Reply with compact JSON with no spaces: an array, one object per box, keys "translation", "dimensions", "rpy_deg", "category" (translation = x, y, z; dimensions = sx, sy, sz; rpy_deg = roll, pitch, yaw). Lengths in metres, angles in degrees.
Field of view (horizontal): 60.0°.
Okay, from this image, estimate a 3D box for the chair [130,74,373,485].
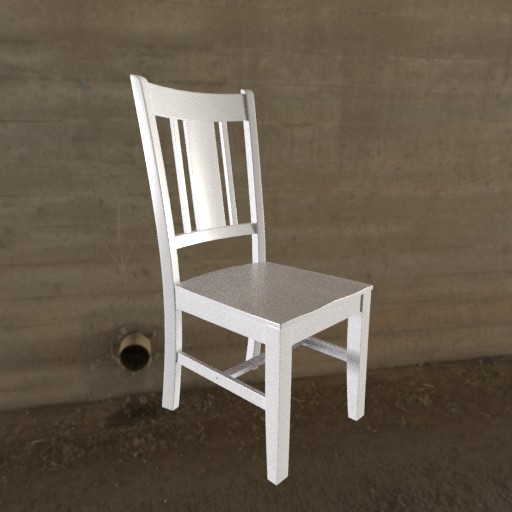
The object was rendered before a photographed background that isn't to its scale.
[{"translation":[0.000,0.000,1.295],"dimensions":[0.555,0.998,0.450],"rpy_deg":[13,19,42],"category":"chair"}]
